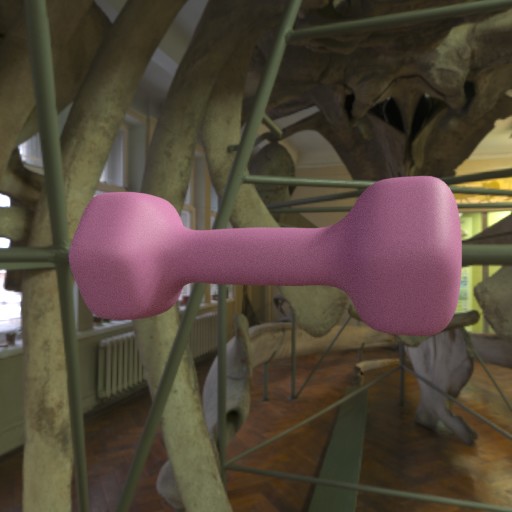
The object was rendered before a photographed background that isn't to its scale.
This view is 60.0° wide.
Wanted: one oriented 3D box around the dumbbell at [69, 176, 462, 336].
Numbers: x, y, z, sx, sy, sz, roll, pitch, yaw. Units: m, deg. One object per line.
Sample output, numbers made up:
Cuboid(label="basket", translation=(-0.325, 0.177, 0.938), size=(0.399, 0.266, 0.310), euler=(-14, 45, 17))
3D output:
Cuboid(label="dumbbell", translation=(0.000, 0.000, 0.189), size=(0.159, 0.058, 0.064), euler=(0, 0, 19))
